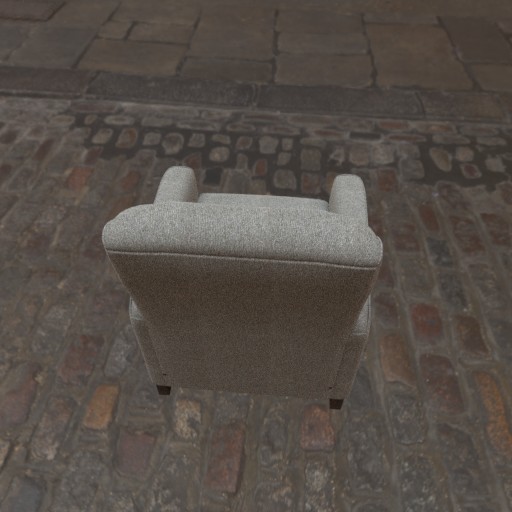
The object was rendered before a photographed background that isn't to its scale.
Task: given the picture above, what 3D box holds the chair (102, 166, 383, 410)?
[{"bbox_3d":[0.000,0.000,1.672,0.841,1.028,0.858,3,47,3],"label":"chair"}]
